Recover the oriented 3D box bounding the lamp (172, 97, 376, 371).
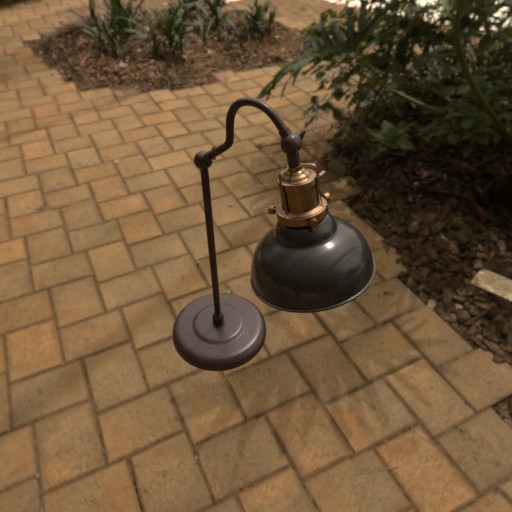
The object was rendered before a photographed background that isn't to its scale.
[{"bbox_3d":[0.000,0.000,0.703,0.374,0.508,0.192,25,47,25],"label":"lamp"}]
